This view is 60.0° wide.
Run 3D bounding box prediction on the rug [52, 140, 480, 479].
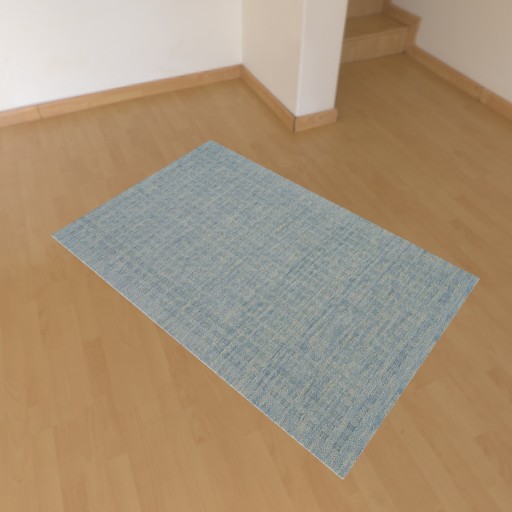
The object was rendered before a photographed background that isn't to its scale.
[{"bbox_3d":[0.000,0.000,2.149,1.752,0.006,1.142,33,55,26],"label":"rug"}]
